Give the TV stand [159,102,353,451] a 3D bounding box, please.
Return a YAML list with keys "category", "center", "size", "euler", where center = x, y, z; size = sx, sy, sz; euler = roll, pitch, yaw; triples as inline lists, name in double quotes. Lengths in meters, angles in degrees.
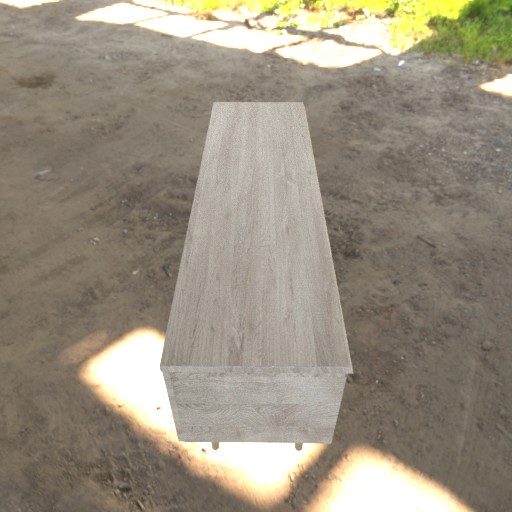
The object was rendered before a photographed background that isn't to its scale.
- category: "TV stand"
  center: [0.000, 0.000, 1.546]
  size: [0.401, 0.565, 1.313]
  euler: [0, 41, 0]
